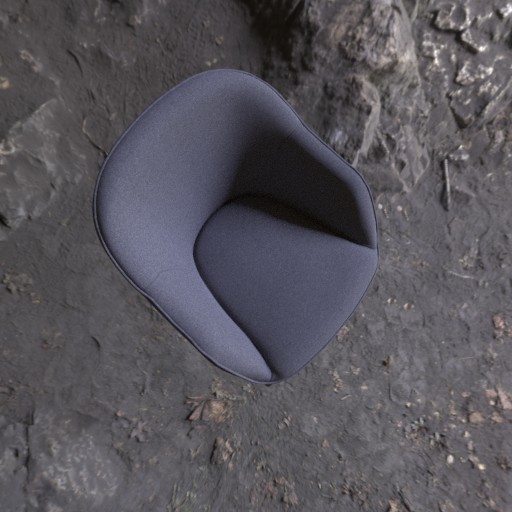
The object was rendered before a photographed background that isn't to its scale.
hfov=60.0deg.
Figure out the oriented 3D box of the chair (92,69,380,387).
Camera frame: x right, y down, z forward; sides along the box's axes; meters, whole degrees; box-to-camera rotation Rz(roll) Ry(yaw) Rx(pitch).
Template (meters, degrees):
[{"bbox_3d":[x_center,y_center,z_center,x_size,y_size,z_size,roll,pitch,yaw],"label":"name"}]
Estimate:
[{"bbox_3d":[0.000,0.000,1.240,0.611,0.810,0.589,39,77,11],"label":"chair"}]
